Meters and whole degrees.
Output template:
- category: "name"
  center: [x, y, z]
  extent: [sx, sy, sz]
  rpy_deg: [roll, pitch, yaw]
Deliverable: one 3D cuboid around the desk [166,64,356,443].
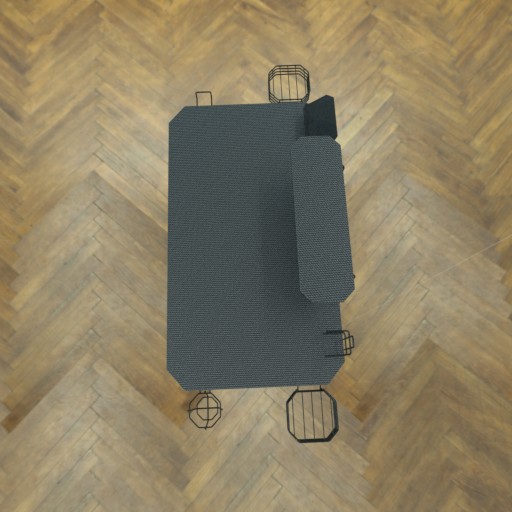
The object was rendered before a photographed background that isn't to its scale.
- category: "desk"
  center: [0.000, 0.000, 1.730]
  extent: [0.580, 0.880, 1.290]
  rpy_deg: [-2, 75, -1]
